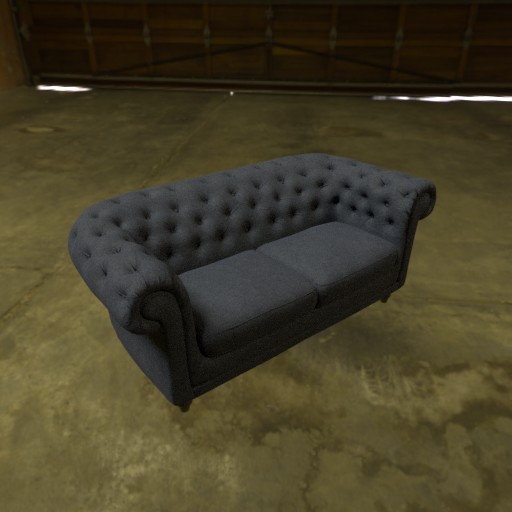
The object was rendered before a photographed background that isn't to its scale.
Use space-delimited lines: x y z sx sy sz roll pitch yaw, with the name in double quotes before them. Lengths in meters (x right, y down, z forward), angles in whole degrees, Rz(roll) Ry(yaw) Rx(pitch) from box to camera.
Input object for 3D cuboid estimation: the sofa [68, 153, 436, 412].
"sofa" 0.000 0.000 2.609 1.988 0.833 1.082 -20 35 -32
